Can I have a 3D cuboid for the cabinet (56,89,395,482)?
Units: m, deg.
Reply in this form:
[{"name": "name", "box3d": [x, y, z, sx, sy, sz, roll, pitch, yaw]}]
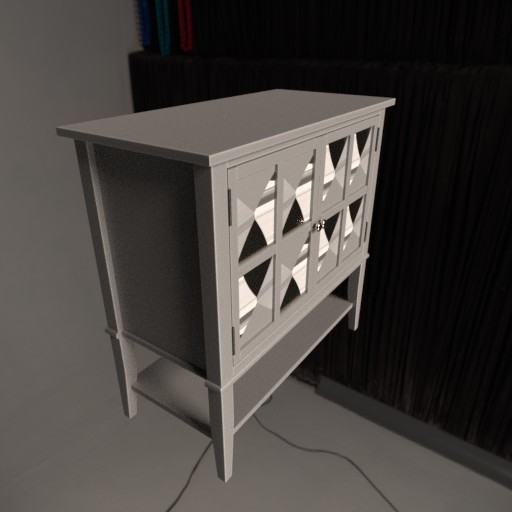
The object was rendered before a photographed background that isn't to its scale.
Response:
[{"name": "cabinet", "box3d": [0.000, 0.000, 1.232, 0.396, 0.780, 0.801, 18, 32, 31]}]
